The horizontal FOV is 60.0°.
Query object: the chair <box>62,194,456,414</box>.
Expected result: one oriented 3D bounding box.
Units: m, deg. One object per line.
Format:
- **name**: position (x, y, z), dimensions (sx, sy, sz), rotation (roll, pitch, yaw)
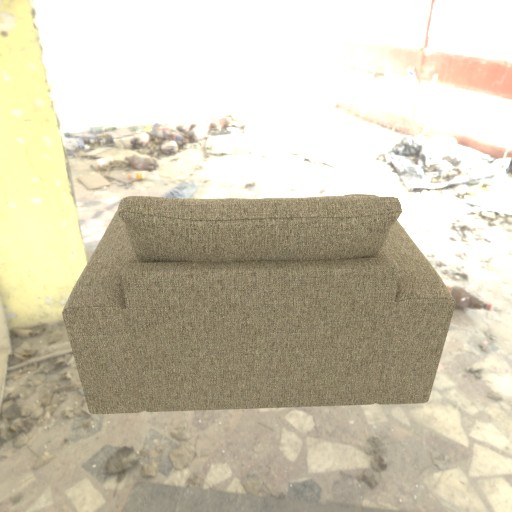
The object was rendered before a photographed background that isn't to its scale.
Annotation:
- **chair**: position (0.000, 0.000, 2.052), dimensions (1.398, 0.915, 1.039), rotation (-1, 30, -2)
